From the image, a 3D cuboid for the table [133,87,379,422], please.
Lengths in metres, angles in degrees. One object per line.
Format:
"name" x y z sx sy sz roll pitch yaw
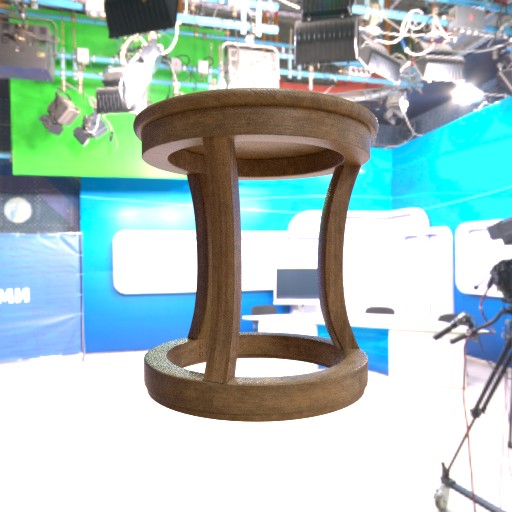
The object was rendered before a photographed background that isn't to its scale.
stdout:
"table" 0.000 0.000 0.811 0.432 0.460 0.432 0 1 0
